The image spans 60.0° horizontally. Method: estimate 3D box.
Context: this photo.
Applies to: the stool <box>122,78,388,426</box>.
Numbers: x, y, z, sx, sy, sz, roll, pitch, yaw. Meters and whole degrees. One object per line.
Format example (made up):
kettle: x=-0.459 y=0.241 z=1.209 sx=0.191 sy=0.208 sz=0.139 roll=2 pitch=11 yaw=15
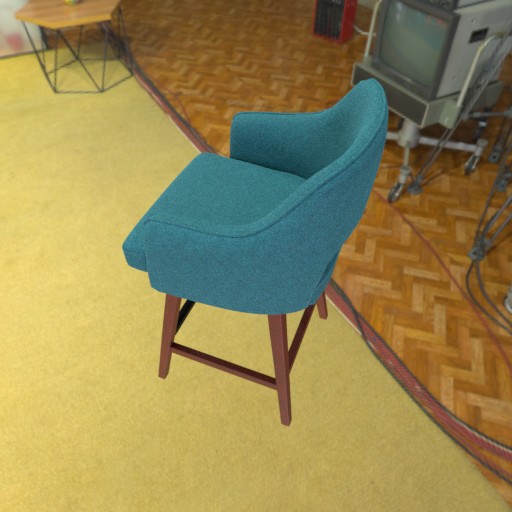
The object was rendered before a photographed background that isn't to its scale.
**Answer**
stool: x=0.000 y=0.000 z=1.272 sx=0.556 sy=0.961 sz=0.548 roll=16 pitch=48 yaw=15
